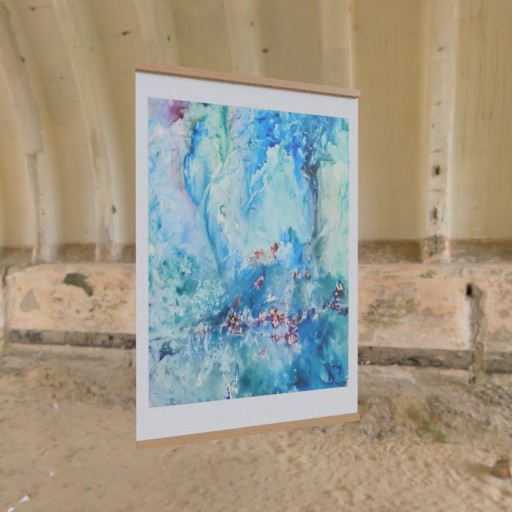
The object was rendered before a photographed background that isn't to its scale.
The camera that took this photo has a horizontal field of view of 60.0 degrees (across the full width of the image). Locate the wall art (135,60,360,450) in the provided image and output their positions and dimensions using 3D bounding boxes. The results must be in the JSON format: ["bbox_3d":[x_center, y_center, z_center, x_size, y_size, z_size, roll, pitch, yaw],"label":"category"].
[{"bbox_3d":[0.000,0.000,1.891,0.991,1.510,0.040,0,1,-18],"label":"wall art"}]
